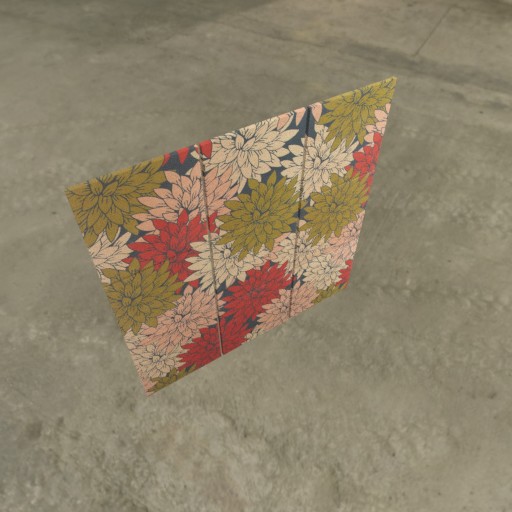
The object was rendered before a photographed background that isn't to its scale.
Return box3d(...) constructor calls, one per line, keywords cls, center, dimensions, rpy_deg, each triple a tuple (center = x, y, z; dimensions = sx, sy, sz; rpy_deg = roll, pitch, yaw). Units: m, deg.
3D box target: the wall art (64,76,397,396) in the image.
box3d(cls="wall art", center=(0.000, 0.000, 1.382), dimensions=(0.904, 0.913, 0.013), rpy_deg=(-25, 52, -21))
